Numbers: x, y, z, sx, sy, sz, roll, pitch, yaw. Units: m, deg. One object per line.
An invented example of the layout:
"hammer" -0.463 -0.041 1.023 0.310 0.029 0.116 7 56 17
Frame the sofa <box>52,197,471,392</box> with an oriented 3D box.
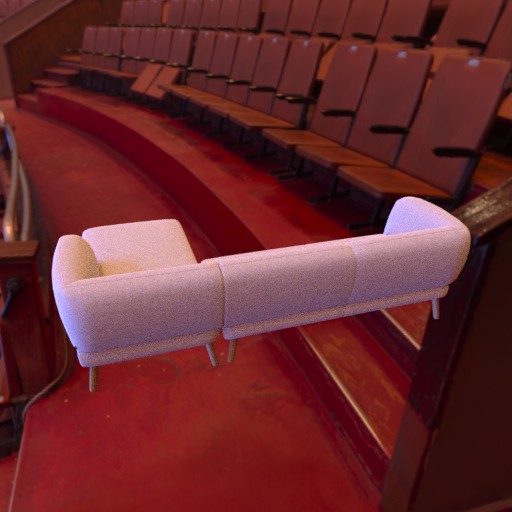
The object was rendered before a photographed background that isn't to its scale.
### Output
"sofa" 0.000 0.000 3.313 2.660 0.730 1.610 -8 28 -16
